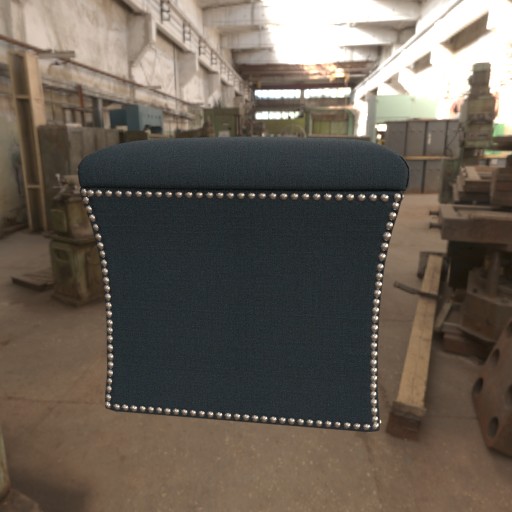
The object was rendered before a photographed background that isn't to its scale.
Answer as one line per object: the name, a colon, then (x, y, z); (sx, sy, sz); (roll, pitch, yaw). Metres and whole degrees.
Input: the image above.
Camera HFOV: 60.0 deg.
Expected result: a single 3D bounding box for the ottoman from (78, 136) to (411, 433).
ottoman: (0.000, 0.000, 0.912); (0.507, 0.475, 0.497); (2, 15, 7)
